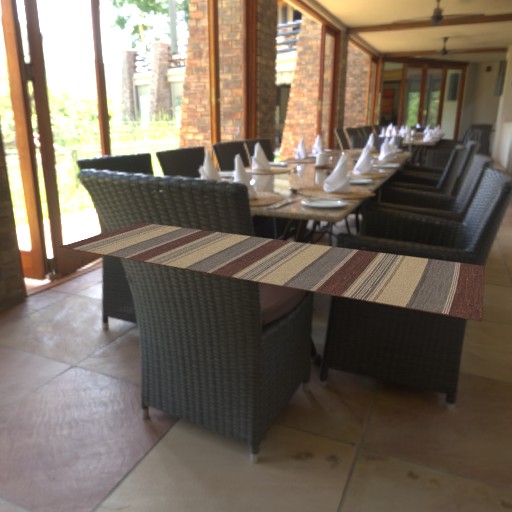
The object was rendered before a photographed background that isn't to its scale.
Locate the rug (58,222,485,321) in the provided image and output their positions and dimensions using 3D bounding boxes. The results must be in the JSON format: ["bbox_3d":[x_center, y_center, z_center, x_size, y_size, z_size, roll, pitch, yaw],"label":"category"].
[{"bbox_3d":[0.000,0.000,2.645,2.437,0.006,0.792,8,19,26],"label":"rug"}]
